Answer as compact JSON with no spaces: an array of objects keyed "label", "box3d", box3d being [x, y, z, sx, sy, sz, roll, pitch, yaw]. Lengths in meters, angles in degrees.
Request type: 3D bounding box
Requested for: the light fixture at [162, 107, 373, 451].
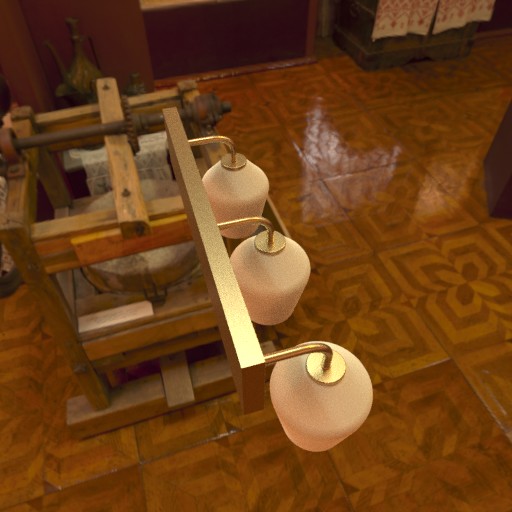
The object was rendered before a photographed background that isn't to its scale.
[{"label":"light fixture","box3d":[0.000,0.000,0.738,0.190,0.280,0.609,-12,48,-11]}]
